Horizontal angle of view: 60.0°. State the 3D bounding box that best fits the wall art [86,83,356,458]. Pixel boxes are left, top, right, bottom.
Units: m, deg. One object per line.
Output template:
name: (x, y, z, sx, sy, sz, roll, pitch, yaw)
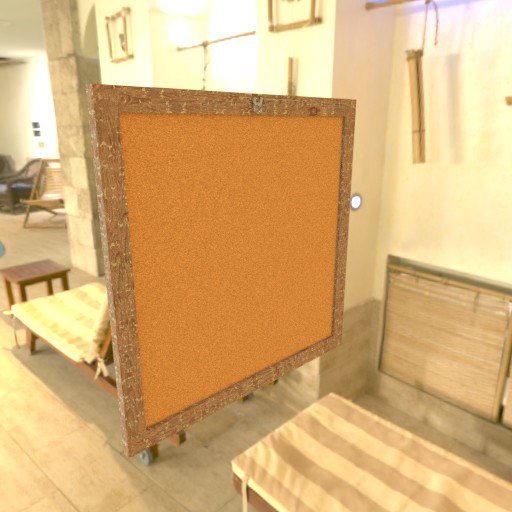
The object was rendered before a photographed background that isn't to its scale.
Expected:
wall art: (0.000, 0.000, 0.552, 0.380, 0.380, 0.022, -15, 22, -41)
